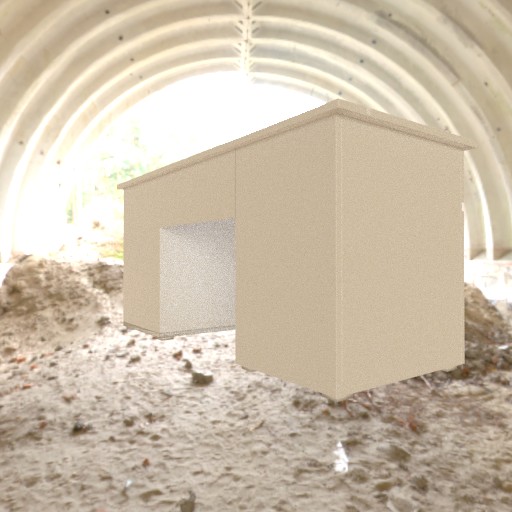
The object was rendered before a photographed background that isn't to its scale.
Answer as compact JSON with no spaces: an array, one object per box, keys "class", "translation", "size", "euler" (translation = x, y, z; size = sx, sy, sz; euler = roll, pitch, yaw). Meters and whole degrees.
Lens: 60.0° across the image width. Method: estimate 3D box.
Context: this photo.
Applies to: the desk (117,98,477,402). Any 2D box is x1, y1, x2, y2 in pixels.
[{"class":"desk","translation":[0.000,0.000,1.914],"size":[0.670,0.760,1.580],"euler":[0,0,-37]}]
